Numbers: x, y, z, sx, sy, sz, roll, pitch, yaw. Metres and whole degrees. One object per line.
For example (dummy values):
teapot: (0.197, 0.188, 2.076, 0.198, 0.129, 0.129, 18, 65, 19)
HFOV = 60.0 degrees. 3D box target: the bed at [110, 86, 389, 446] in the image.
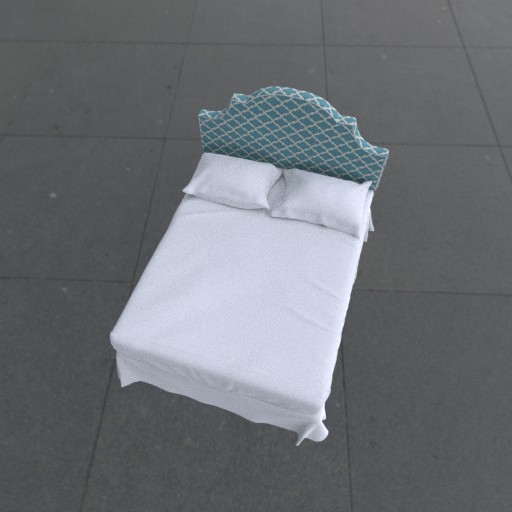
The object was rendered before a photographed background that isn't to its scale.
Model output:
bed: (0.000, 0.000, 3.427, 1.780, 1.633, 2.222, 15, 59, 9)
